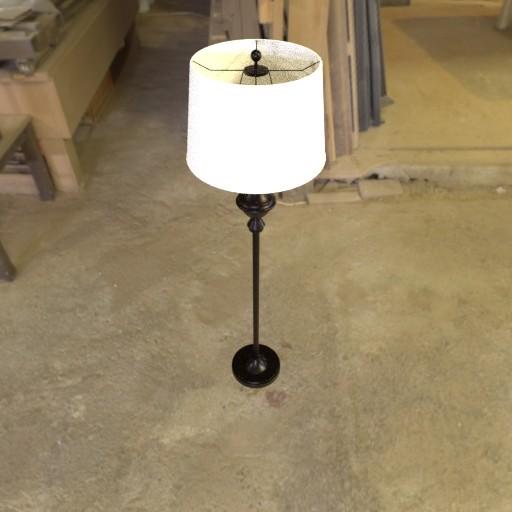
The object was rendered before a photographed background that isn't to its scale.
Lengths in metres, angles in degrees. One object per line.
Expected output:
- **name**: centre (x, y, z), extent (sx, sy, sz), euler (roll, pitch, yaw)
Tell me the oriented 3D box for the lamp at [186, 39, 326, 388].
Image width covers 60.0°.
- **lamp**: centre (0.000, 0.000, 1.674), extent (0.431, 1.484, 0.431), euler (0, 43, 0)
